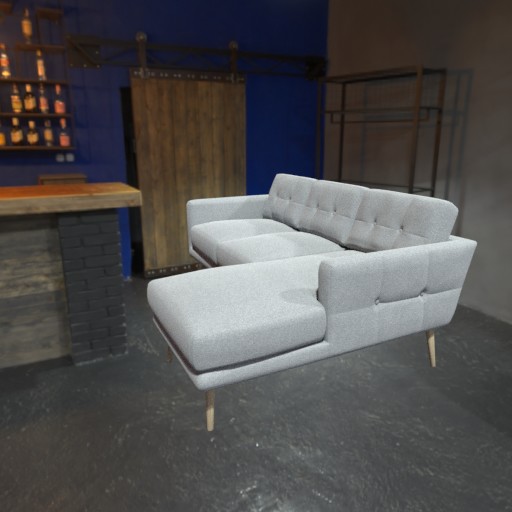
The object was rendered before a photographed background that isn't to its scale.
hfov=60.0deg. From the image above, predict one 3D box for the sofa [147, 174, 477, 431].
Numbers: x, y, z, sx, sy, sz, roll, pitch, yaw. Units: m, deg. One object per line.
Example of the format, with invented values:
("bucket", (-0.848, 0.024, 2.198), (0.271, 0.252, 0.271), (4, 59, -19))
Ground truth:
("sofa", (0.000, 0.000, 2.822), (1.530, 0.860, 2.040), (-7, 17, -25))
